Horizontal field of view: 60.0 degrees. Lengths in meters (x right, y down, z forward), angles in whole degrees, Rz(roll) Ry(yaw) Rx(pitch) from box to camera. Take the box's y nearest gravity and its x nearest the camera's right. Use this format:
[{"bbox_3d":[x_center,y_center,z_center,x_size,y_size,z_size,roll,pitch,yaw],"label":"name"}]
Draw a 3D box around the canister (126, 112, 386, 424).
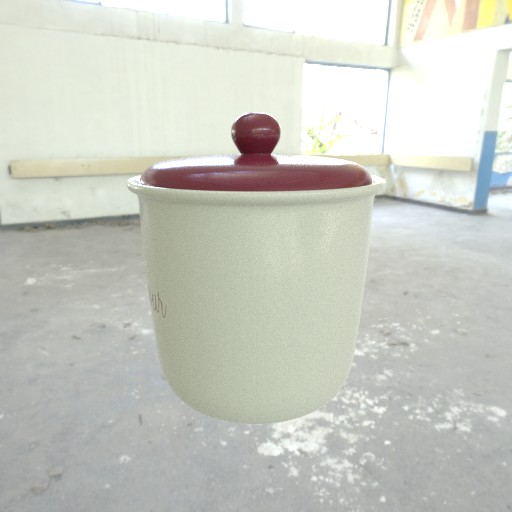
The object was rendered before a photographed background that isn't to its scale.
[{"bbox_3d":[0.000,0.000,0.337,0.182,0.208,0.182,0,15,0],"label":"canister"}]
